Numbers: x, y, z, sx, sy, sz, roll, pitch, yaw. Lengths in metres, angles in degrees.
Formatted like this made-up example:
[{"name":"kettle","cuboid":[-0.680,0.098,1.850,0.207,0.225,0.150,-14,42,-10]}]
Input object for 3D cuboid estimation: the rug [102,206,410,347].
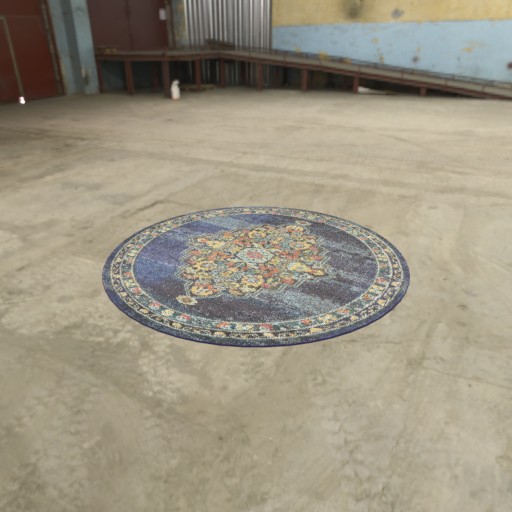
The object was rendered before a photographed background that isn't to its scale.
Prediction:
[{"name":"rug","cuboid":[0.000,0.000,3.598,2.386,0.014,2.386,0,26,0]}]
